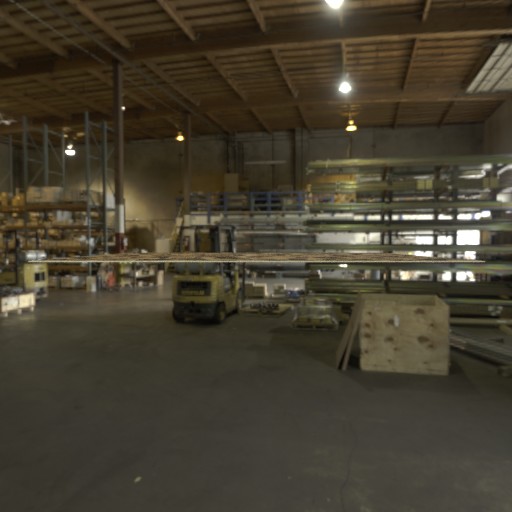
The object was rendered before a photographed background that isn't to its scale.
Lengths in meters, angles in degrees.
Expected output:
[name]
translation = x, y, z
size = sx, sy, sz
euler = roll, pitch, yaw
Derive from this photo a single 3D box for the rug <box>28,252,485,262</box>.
[rug]
translation = 0.000, 0.000, 4.047
size = 2.977, 0.008, 2.380
euler = 0, 2, 0
